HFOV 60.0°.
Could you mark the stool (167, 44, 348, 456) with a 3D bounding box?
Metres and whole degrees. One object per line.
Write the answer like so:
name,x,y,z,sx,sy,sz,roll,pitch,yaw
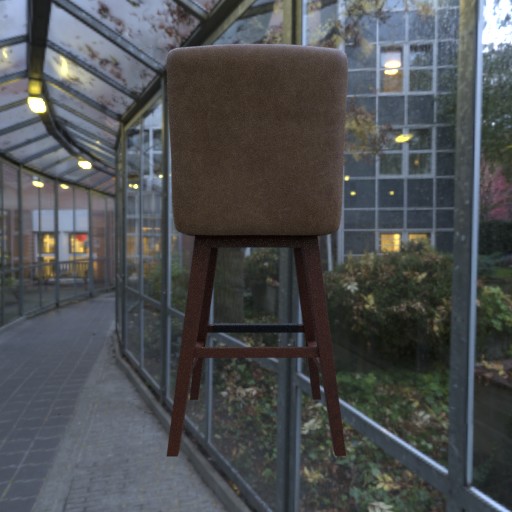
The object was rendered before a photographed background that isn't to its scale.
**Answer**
stool,0.000,0.000,1.394,0.487,1.079,0.572,0,1,0
